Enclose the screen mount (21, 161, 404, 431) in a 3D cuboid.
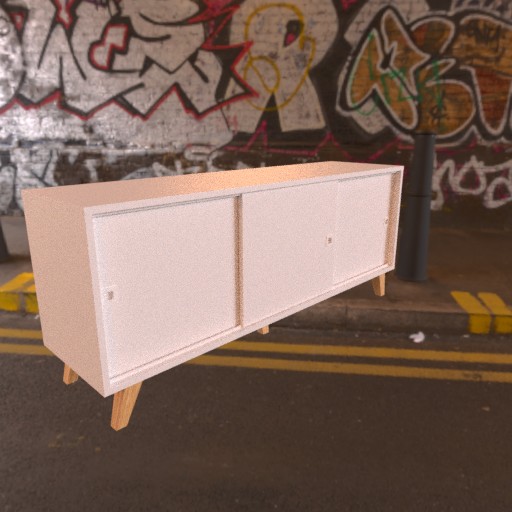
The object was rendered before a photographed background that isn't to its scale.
[{"bbox_3d":[0.000,0.000,1.716,0.400,0.619,1.490,16,23,43],"label":"screen mount"}]
